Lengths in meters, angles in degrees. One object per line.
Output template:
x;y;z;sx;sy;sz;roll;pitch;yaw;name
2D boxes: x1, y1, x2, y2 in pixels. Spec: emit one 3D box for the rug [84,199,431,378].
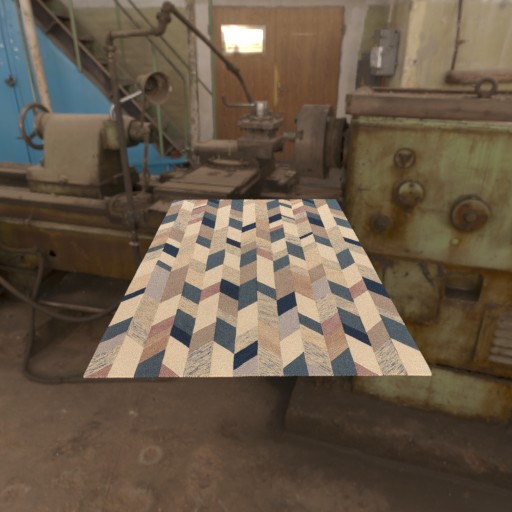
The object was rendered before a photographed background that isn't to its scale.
0.000;0.000;3.007;1.513;0.008;2.423;0;25;0;rug
